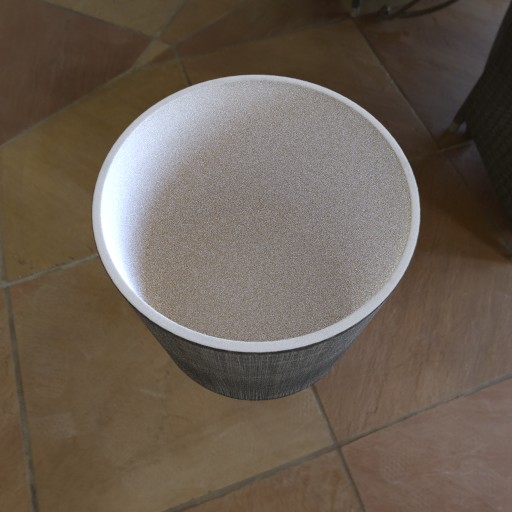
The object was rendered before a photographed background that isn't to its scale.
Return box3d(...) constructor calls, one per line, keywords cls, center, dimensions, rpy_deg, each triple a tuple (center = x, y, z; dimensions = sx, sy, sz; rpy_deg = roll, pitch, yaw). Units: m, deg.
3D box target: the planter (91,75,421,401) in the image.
box3d(cls="planter", center=(0.000, 0.000, 0.391), dimensions=(0.221, 0.201, 0.221), rpy_deg=(0, 64, 0))
